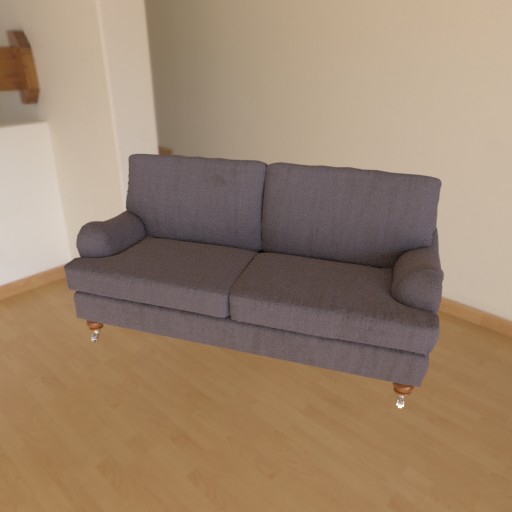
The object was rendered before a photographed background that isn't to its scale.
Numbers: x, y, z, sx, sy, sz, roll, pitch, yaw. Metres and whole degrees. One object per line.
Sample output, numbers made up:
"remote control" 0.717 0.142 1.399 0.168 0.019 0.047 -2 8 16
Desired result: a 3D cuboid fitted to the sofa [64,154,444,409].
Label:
"sofa" 0.000 0.000 2.807 2.165 1.087 1.086 8 26 16
